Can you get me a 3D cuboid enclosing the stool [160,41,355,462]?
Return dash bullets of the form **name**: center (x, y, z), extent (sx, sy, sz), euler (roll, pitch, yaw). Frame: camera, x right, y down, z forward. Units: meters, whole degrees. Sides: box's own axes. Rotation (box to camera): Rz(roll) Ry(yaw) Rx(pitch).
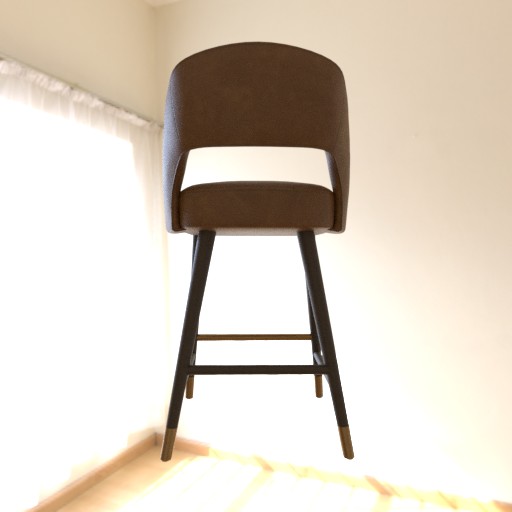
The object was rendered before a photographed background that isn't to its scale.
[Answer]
- **stool**: center (0.000, 0.000, 1.215), extent (0.494, 0.940, 0.509), euler (0, 1, -1)
